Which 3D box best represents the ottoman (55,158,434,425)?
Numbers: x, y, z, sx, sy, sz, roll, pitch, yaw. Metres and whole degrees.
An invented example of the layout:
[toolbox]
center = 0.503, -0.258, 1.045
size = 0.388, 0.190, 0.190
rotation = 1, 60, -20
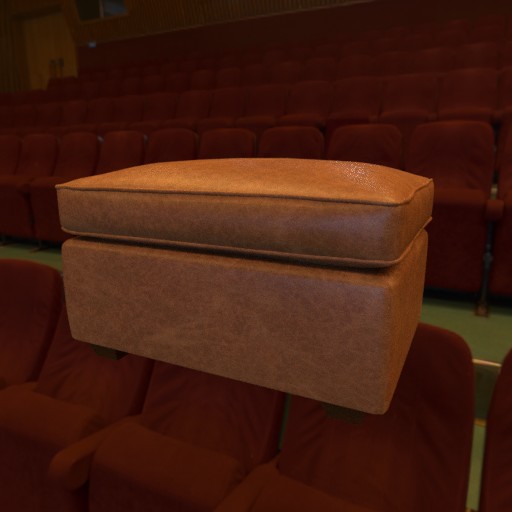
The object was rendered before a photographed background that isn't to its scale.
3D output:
[ottoman]
center = 0.000, 0.000, 1.085
size = 0.756, 0.468, 0.554
rotation = 6, 15, 25
